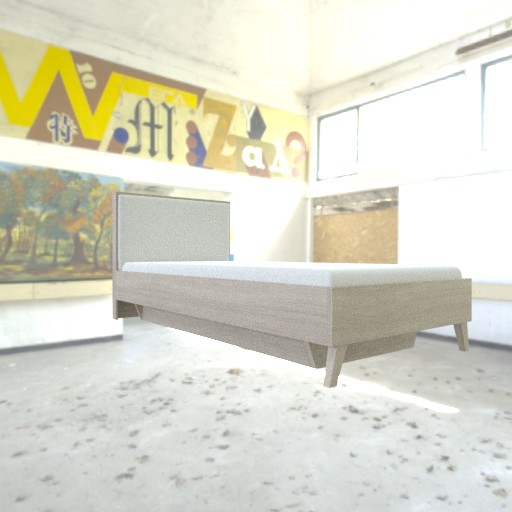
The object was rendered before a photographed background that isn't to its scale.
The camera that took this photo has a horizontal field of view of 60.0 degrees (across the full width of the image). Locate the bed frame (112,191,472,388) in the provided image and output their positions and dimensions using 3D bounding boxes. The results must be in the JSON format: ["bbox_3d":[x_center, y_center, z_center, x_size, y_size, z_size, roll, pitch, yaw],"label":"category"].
[{"bbox_3d":[0.000,0.000,2.691,0.990,0.920,2.140,0,0,-38],"label":"bed frame"}]
